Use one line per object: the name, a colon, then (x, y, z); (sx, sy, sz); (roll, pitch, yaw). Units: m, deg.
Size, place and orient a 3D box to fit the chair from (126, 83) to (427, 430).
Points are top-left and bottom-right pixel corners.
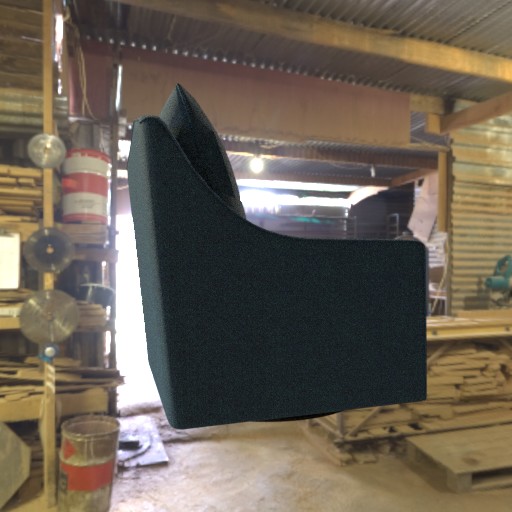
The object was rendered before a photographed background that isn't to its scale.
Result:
chair: (0.000, 0.000, 1.579); (0.870, 0.939, 0.750); (0, 0, -18)
